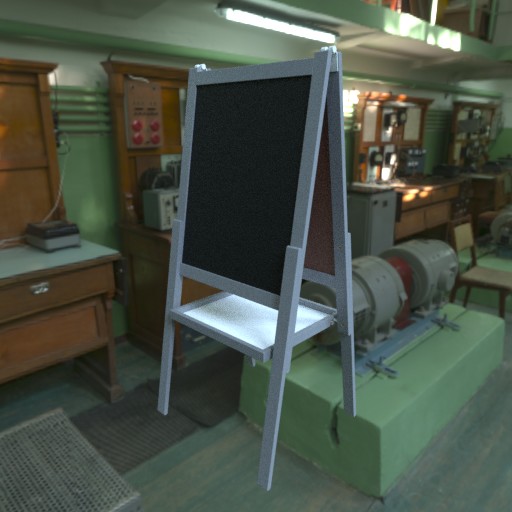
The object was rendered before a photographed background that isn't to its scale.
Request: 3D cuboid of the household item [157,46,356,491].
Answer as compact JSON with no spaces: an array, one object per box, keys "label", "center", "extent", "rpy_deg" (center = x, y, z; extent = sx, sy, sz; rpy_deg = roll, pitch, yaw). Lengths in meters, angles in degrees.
[{"label":"household item","center":[0.000,0.000,1.416],"extent":[0.531,1.172,0.469],"rpy_deg":[15,22,41]}]
